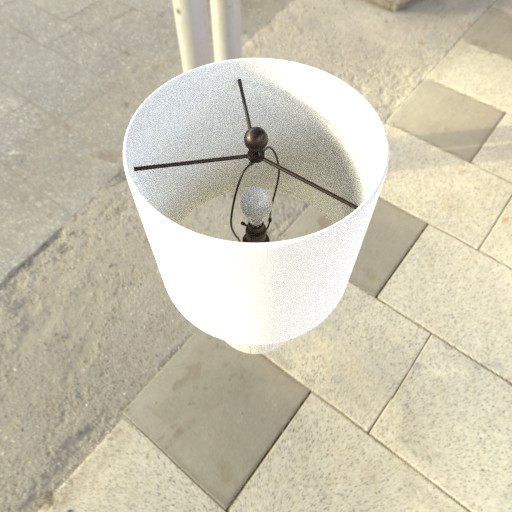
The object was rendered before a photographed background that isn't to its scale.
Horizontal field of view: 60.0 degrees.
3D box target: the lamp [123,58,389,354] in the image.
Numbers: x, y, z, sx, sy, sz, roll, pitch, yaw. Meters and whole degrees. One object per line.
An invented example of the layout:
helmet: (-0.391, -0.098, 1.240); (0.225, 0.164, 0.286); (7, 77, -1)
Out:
lamp: (0.000, 0.000, 0.779); (0.328, 0.570, 0.328); (0, 57, 0)
